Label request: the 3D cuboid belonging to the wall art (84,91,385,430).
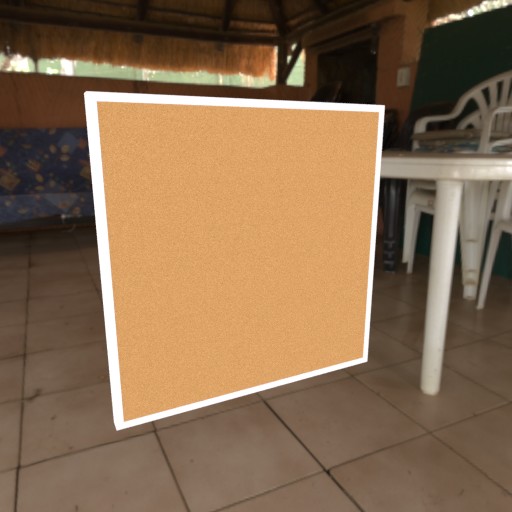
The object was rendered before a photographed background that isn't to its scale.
[{"bbox_3d":[0.000,0.000,1.144,0.762,0.762,0.038,-7,16,-26],"label":"wall art"}]
